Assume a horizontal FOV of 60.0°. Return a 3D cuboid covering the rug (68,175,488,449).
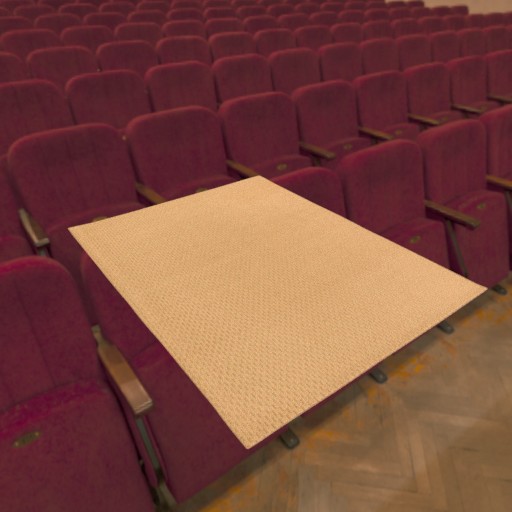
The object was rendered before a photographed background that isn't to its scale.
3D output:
[{"bbox_3d":[0.000,0.000,3.792,2.277,0.035,2.897,-22,38,-31],"label":"rug"}]
